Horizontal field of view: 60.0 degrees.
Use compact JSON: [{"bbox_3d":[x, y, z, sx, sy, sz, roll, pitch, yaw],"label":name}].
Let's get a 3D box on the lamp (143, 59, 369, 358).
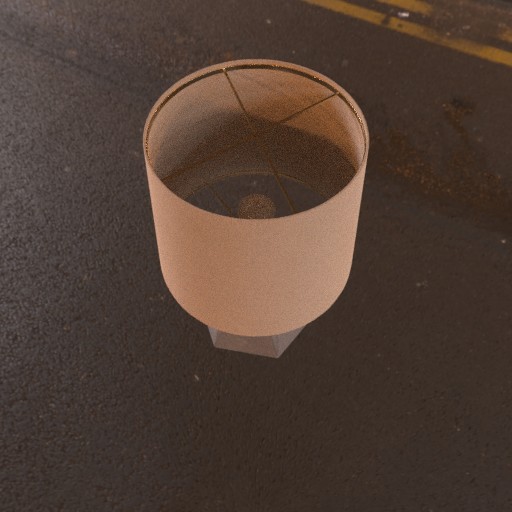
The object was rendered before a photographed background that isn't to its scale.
[{"bbox_3d":[0.000,0.000,0.666,0.276,0.501,0.276,0,59,0],"label":"lamp"}]
